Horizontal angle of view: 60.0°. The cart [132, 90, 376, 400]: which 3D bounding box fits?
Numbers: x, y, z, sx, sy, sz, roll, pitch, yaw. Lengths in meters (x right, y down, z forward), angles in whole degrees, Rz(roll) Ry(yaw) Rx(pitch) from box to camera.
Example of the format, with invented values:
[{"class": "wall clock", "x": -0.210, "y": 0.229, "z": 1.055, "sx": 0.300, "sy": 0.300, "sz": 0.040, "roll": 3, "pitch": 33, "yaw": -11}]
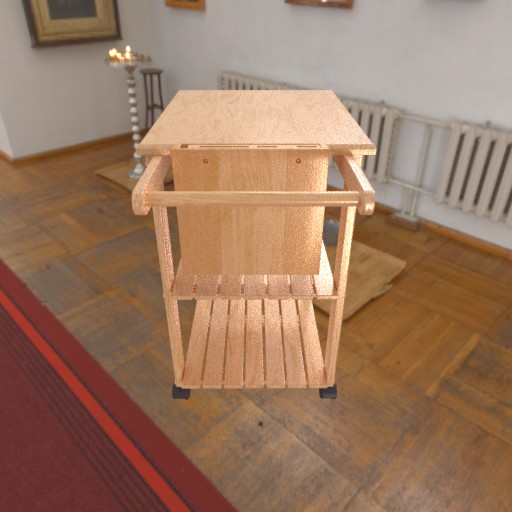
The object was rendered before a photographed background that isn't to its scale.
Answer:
[{"class": "cart", "x": 0.000, "y": 0.000, "z": 1.337, "sx": 0.520, "sy": 0.816, "sz": 0.843, "roll": 0, "pitch": 31, "yaw": 0}]
